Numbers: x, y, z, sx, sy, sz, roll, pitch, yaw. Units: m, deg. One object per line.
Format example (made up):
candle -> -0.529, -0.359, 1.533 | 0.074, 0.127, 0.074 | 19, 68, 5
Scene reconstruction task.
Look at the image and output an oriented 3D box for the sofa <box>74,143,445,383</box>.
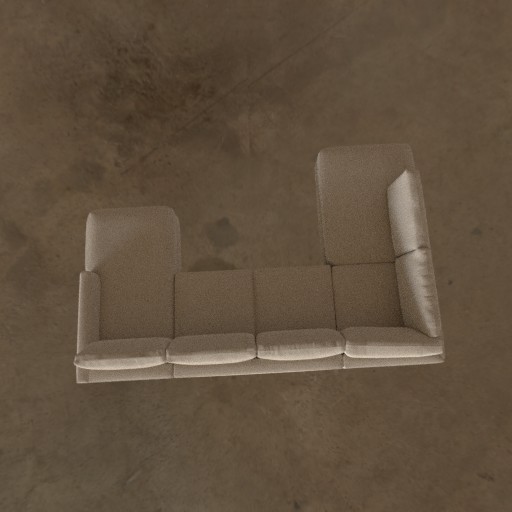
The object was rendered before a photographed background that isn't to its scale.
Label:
sofa -> 0.000, 0.000, 3.888 | 2.984, 0.862, 1.989 | -3, 77, -1
